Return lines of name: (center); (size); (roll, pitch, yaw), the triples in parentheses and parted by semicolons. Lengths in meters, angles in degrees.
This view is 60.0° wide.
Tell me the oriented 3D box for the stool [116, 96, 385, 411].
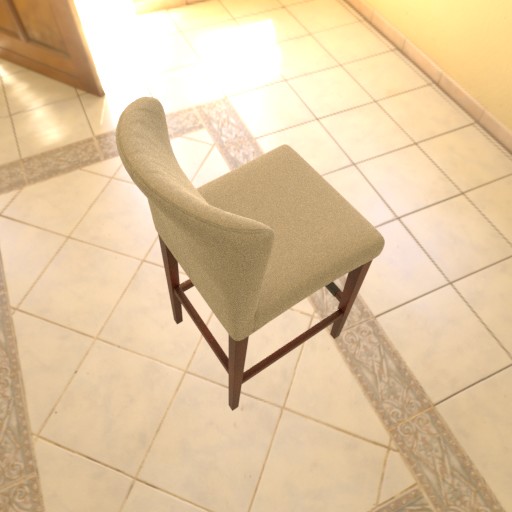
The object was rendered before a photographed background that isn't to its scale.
stool: (0.000, 0.000, 1.349); (0.568, 1.069, 0.479); (-30, 62, -18)
